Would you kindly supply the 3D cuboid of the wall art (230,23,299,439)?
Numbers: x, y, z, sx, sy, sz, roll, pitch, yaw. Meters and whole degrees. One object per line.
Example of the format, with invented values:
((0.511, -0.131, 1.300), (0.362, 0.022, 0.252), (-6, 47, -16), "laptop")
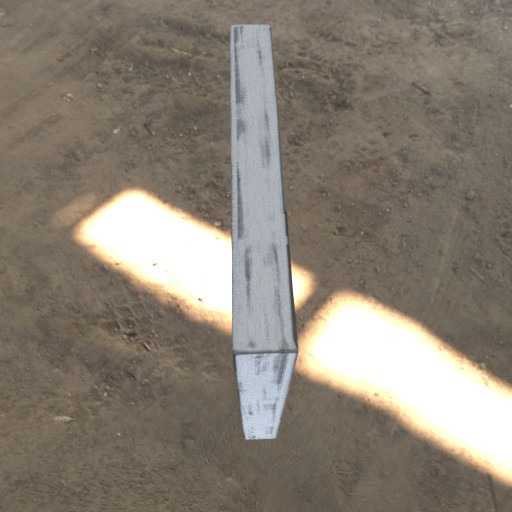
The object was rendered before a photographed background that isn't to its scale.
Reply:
((0.000, 0.000, 0.450), (0.036, 0.303, 0.303), (-2, 59, -1), "wall art")
